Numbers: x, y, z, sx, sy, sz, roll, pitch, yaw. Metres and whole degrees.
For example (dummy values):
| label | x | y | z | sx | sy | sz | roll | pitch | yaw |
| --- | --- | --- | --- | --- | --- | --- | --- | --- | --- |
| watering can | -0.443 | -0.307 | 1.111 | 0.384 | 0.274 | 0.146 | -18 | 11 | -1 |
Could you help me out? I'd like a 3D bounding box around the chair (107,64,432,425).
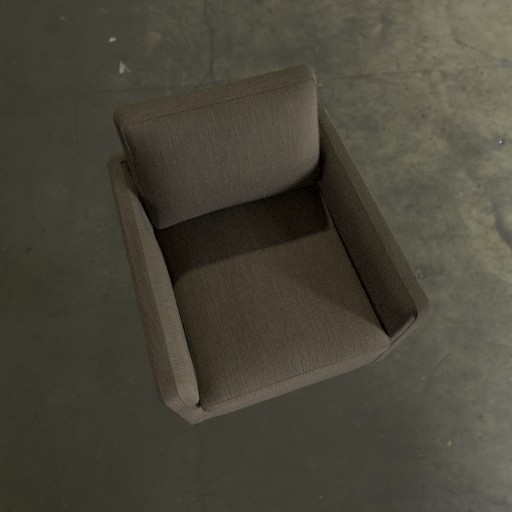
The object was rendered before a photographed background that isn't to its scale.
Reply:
| label | x | y | z | sx | sy | sz | roll | pitch | yaw |
| --- | --- | --- | --- | --- | --- | --- | --- | --- | --- |
| chair | 0.000 | 0.000 | 1.460 | 0.763 | 0.811 | 0.834 | -16 | 65 | -8 |
